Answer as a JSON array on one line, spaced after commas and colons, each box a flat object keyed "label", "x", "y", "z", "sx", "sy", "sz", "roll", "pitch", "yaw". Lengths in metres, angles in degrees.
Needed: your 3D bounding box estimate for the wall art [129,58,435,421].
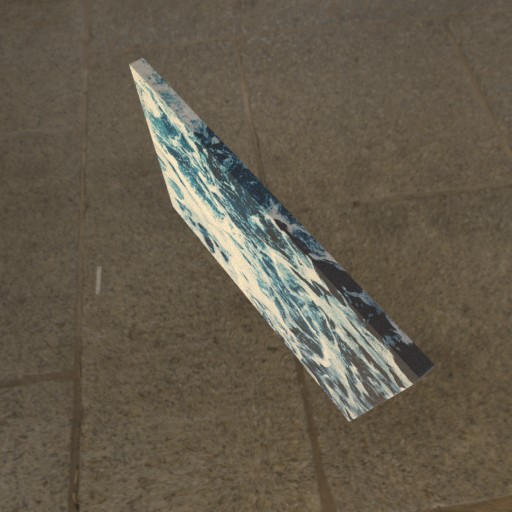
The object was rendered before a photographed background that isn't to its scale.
[{"label": "wall art", "x": 0.000, "y": 0.000, "z": 1.151, "sx": 0.042, "sy": 0.610, "sz": 0.915, "roll": -35, "pitch": 69, "yaw": -16}]
